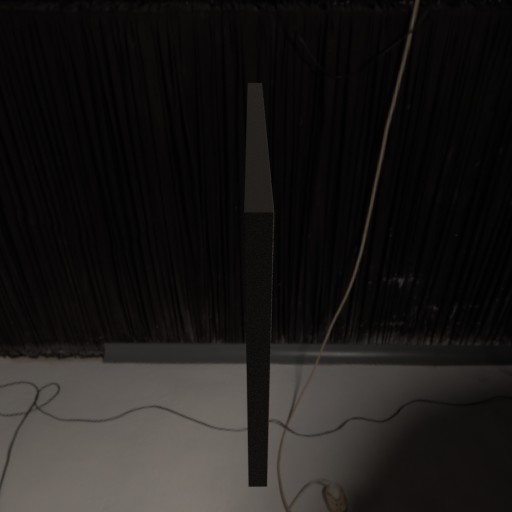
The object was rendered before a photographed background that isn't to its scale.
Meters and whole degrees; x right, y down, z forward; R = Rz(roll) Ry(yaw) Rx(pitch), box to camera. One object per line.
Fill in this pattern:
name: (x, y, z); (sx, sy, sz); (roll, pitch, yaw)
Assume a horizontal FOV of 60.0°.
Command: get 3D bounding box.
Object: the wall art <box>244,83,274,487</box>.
wall art: (0.000, 0.000, 0.773); (0.028, 0.460, 0.561); (0, 33, 0)
